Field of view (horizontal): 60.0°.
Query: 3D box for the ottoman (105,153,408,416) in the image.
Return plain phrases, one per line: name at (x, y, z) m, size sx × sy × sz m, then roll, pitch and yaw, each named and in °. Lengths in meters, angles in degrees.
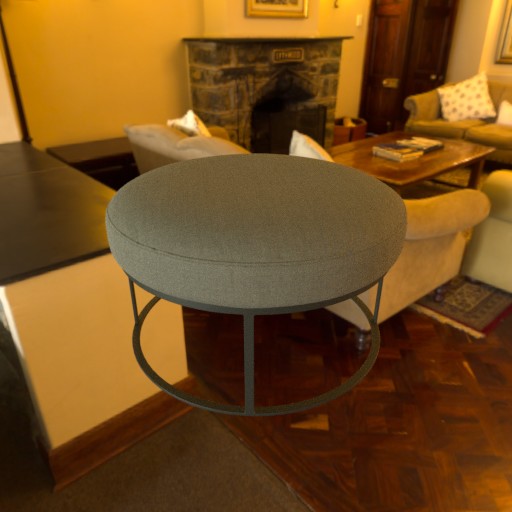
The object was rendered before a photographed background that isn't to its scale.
ottoman at (0.000, 0.000, 1.246) m, size 0.772 × 0.460 × 0.772 m, roll 0°, pitch 27°, yaw 0°
